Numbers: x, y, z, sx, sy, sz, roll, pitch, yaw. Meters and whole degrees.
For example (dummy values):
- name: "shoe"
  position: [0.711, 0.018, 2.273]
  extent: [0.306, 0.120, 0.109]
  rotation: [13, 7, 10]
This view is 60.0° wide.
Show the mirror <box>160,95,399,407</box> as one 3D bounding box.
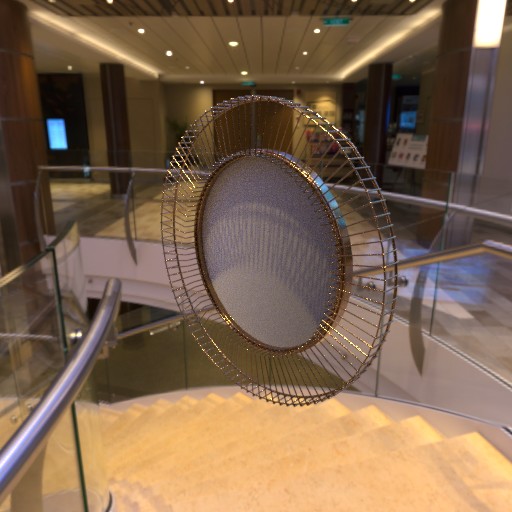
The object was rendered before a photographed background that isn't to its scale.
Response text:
- name: "mirror"
  position: [0.000, 0.000, 1.035]
  extent: [0.703, 0.703, 0.067]
  rotation: [15, 22, 43]
